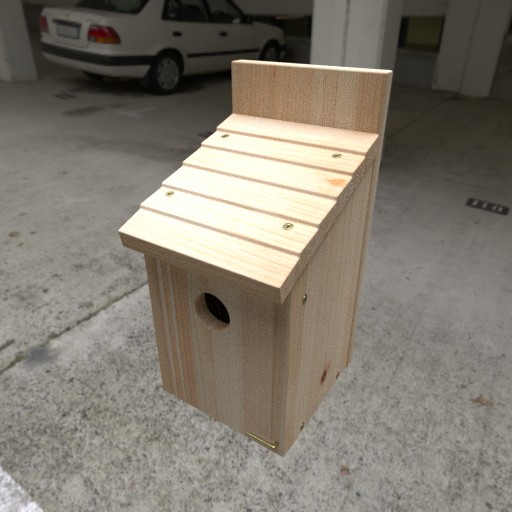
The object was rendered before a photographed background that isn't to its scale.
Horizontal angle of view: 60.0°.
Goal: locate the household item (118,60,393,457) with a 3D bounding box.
[{"bbox_3d":[0.000,0.000,0.395,0.149,0.300,0.171,18,34,29],"label":"household item"}]
